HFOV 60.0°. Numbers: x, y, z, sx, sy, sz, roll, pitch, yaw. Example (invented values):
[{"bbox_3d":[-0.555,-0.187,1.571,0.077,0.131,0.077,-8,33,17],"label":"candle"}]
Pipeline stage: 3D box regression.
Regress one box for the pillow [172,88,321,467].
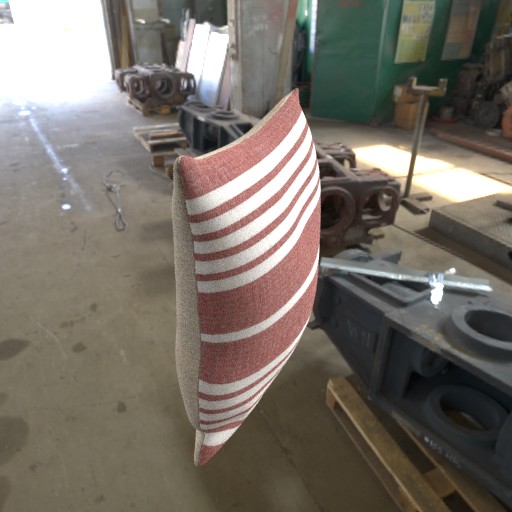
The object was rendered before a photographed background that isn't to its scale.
[{"bbox_3d":[0.000,0.000,0.669,0.182,0.427,0.439,10,31,16],"label":"pillow"}]
